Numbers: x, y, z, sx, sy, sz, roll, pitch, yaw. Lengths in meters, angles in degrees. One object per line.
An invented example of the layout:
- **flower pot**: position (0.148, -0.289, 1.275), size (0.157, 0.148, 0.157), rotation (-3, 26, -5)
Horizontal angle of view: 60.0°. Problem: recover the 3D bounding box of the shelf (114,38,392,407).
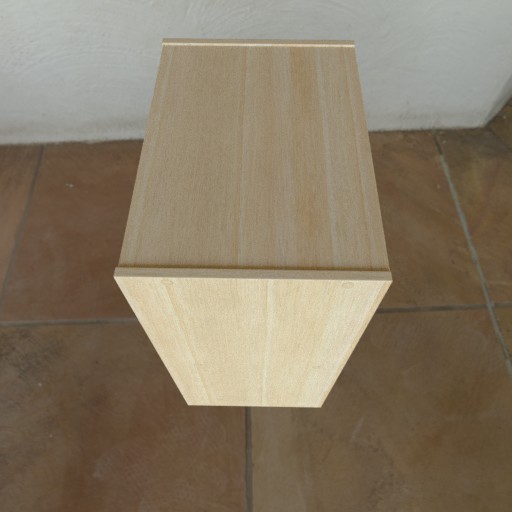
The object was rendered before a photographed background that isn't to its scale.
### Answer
- **shelf**: position (0.000, 0.000, 0.819), size (0.290, 0.592, 0.414), rotation (1, 59, 1)
